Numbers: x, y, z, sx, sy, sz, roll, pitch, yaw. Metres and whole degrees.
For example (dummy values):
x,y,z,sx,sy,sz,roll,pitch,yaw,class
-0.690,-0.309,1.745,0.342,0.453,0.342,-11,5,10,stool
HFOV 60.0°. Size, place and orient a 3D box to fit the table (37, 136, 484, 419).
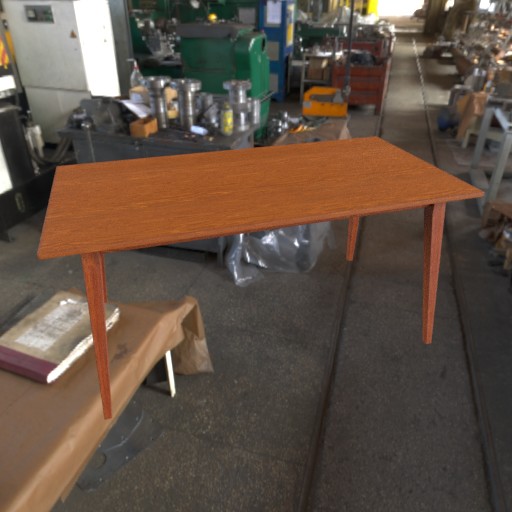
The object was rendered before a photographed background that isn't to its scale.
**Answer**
x,y,z,sx,sy,sz,roll,pitch,yaw,class
0.000,0.000,2.040,1.609,0.755,0.811,-9,32,-15,table
